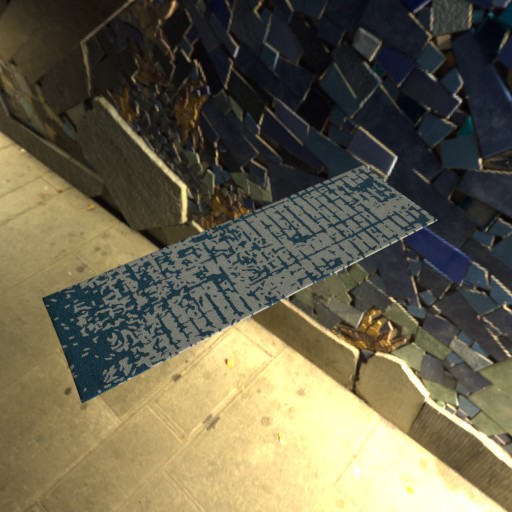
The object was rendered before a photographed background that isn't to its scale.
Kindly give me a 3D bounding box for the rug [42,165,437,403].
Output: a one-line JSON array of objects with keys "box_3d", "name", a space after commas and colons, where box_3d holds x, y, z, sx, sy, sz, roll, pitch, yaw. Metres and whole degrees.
[{"box_3d": [0.000, 0.000, 2.773, 2.435, 0.011, 0.750, -25, 51, -22], "name": "rug"}]
